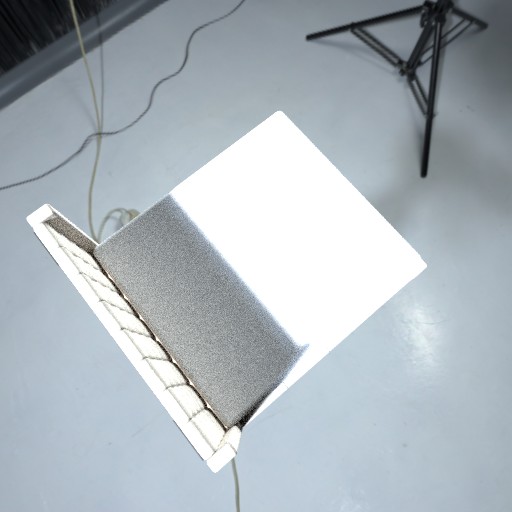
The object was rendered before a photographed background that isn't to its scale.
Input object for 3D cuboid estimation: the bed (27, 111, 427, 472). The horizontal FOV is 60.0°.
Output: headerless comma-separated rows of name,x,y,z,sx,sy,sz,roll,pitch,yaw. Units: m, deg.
bed,0.000,0.000,3.785,2.370,1.743,2.045,-39,79,-9
